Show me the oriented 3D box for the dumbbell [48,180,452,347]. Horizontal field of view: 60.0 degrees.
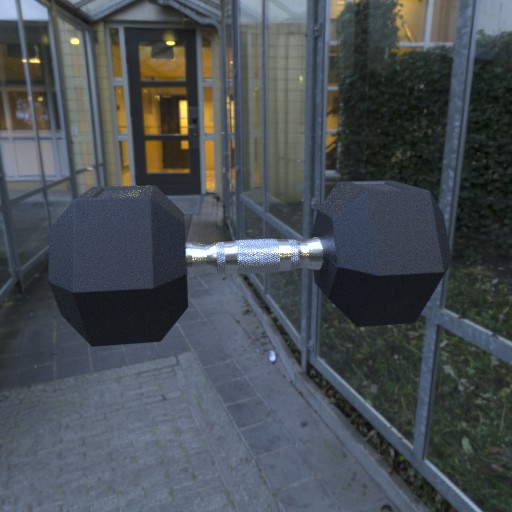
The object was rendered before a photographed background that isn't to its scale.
[{"bbox_3d":[0.000,0.000,0.406,0.337,0.123,0.142,-3,17,-9],"label":"dumbbell"}]
